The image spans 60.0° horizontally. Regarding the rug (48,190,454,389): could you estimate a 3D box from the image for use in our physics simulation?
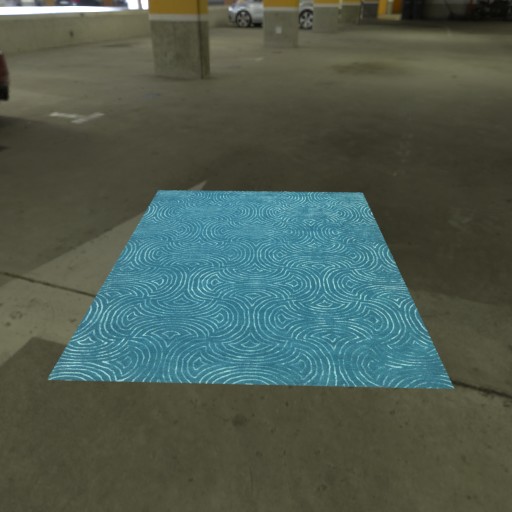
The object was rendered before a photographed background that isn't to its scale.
[{"bbox_3d":[0.000,0.000,3.957,2.432,0.012,3.033,1,30,1],"label":"rug"}]
